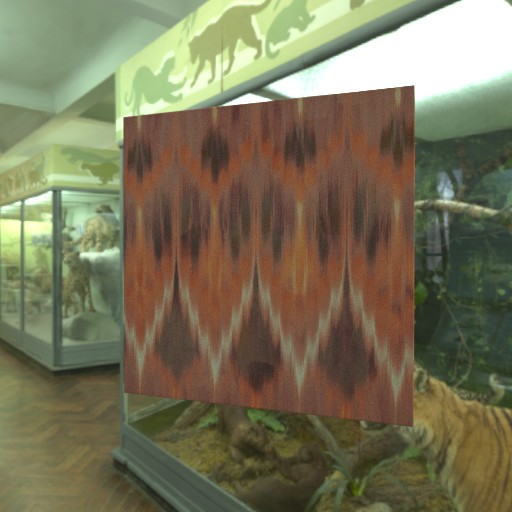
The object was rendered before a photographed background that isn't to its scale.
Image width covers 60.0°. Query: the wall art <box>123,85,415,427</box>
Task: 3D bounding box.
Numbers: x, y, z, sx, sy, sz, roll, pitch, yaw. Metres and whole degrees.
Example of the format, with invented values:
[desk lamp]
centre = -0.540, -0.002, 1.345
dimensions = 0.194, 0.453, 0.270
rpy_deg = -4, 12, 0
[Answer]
[wall art]
centre = 0.000, 0.000, 0.898
dimensions = 0.603, 0.609, 0.037
rpy_deg = 0, 1, 18
